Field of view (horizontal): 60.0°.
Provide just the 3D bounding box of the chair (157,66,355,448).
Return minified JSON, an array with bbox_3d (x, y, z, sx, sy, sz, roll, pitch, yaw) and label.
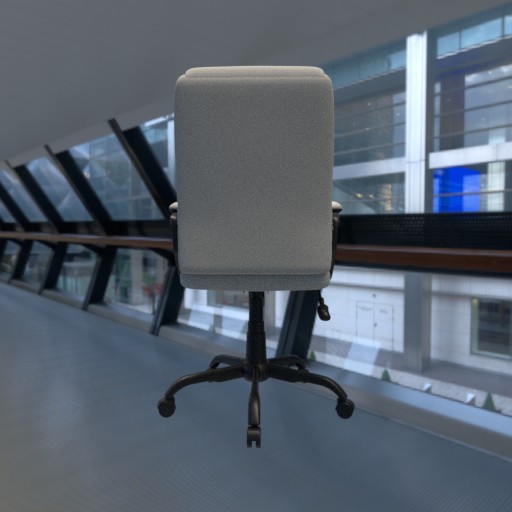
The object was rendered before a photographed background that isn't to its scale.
[{"bbox_3d":[0.000,0.000,1.518,0.663,1.065,0.669,0,2,1],"label":"chair"}]
